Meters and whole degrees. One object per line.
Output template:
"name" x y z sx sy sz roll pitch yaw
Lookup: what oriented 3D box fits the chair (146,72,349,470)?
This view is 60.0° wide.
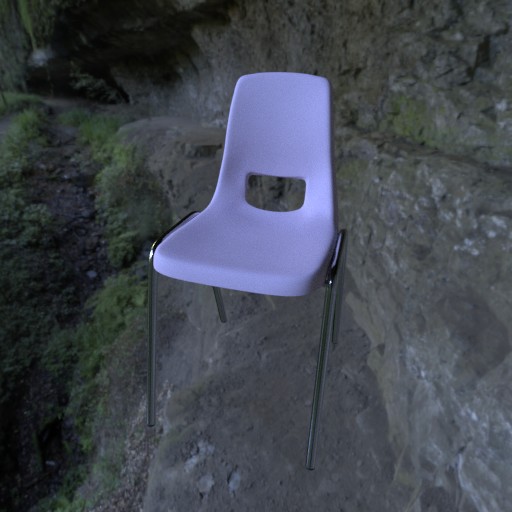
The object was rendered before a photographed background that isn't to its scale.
"chair" 0.000 0.000 0.959 0.381 0.704 0.436 8 28 16
